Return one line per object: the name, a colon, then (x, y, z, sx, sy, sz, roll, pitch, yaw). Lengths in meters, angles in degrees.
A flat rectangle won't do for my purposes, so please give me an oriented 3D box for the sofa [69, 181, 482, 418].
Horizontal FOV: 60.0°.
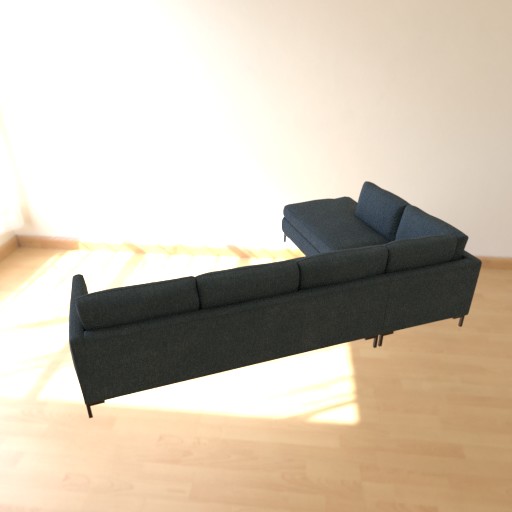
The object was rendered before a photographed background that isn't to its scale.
sofa: (0.000, 0.000, 3.804, 2.949, 0.815, 2.007, -9, 29, -17)
